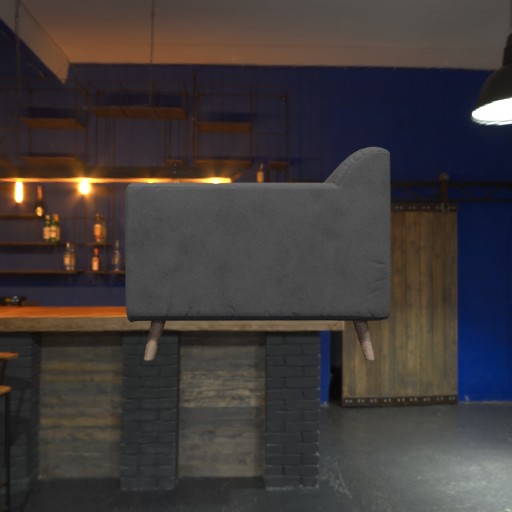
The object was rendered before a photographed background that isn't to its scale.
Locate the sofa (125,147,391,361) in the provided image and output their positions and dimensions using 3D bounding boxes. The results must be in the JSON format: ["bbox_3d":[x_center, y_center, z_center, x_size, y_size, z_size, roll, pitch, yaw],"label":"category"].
[{"bbox_3d":[0.000,0.000,2.560,0.900,0.740,2.190,0,-1,0],"label":"sofa"}]
